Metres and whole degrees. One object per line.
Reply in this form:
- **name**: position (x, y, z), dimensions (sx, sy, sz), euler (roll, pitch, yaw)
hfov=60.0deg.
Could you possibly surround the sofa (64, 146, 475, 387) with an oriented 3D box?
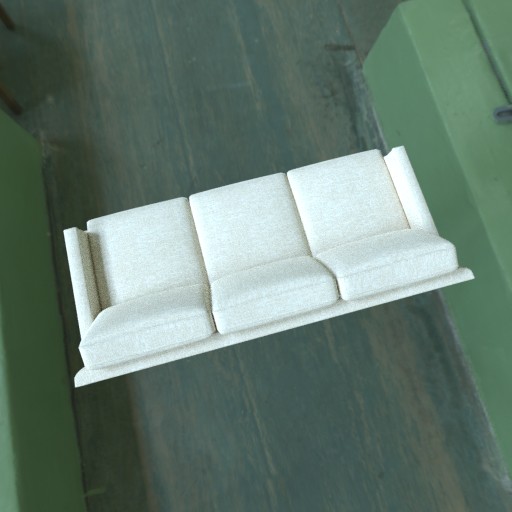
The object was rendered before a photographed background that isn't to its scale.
- **sofa**: position (0.000, 0.000, 2.801), dimensions (2.210, 0.940, 1.041), euler (-15, 75, -4)
